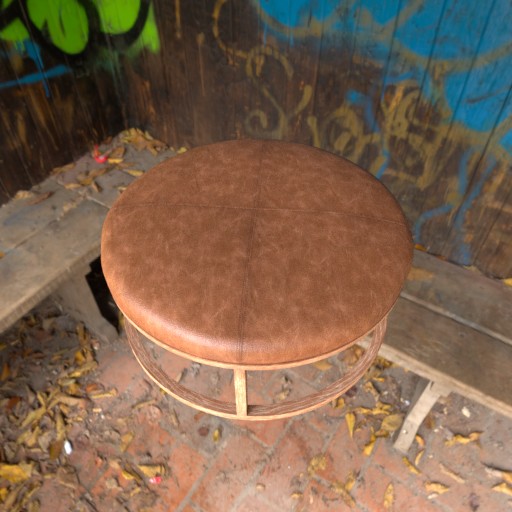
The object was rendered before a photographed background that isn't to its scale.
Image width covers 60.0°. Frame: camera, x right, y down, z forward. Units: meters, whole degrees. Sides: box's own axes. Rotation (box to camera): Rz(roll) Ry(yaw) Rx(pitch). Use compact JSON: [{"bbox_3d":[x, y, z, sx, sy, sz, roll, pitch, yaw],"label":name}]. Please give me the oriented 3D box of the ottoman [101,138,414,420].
[{"bbox_3d":[0.000,0.000,1.566,1.006,0.445,1.006,0,46,0],"label":"ottoman"}]
